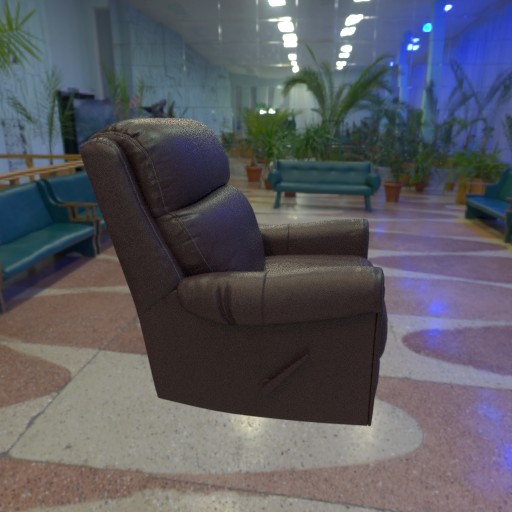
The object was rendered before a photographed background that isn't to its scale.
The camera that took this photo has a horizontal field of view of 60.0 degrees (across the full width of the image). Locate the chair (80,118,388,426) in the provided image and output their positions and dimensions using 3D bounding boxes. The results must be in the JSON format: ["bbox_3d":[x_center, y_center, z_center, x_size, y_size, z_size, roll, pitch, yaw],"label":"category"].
[{"bbox_3d":[0.000,0.000,1.773,1.014,1.054,0.838,3,17,10],"label":"chair"}]
